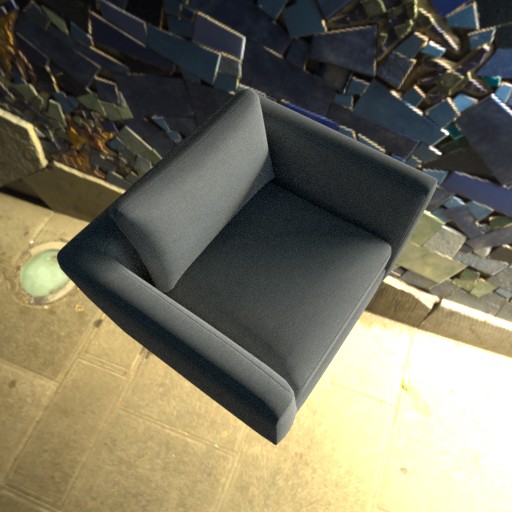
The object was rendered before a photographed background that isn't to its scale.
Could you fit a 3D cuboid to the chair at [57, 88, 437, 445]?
[{"bbox_3d":[0.000,0.000,1.709,0.889,0.864,1.041,31,64,18],"label":"chair"}]
